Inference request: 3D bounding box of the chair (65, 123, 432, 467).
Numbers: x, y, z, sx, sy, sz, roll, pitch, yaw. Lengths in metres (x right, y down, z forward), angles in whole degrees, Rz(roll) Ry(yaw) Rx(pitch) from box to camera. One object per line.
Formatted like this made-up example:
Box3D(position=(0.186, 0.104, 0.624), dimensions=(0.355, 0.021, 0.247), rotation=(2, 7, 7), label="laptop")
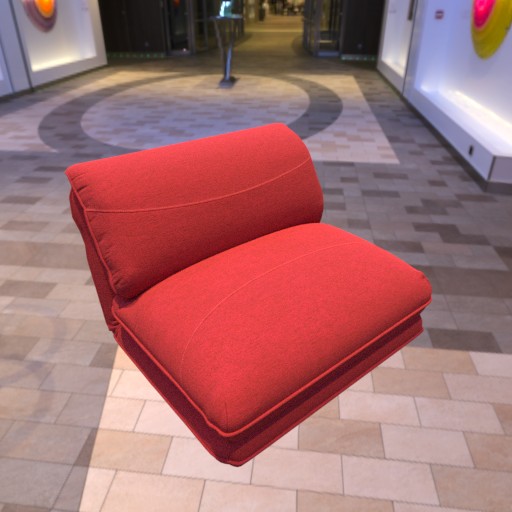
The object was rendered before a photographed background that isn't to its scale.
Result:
Box3D(position=(0.000, 0.000, 1.327), dimensions=(0.820, 0.580, 0.780), rotation=(-23, 37, -34), label="chair")
